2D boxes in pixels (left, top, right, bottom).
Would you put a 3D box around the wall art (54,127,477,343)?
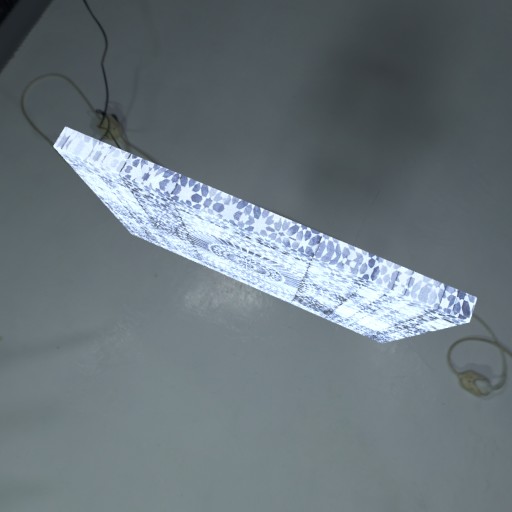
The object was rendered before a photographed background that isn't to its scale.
[{"bbox_3d":[0.000,0.000,1.185,0.911,0.608,0.057,23,76,6],"label":"wall art"}]
